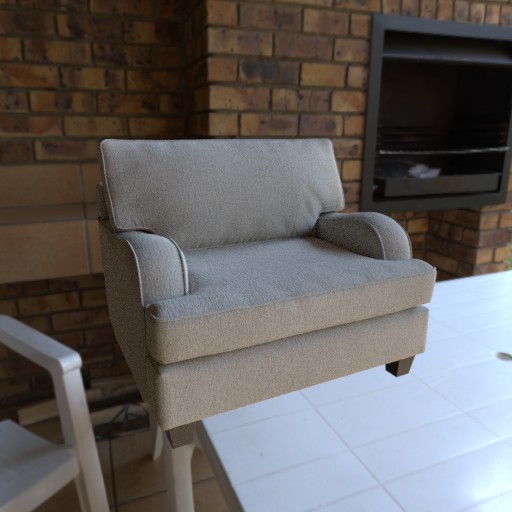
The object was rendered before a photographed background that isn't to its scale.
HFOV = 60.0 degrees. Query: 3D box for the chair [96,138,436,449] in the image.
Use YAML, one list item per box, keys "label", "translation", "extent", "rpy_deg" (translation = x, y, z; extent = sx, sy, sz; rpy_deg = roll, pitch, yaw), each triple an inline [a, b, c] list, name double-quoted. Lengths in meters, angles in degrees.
- label: "chair"
  translation: [0.000, 0.000, 1.993]
  extent: [1.220, 1.016, 1.041]
  rpy_deg: [-8, 17, -26]
